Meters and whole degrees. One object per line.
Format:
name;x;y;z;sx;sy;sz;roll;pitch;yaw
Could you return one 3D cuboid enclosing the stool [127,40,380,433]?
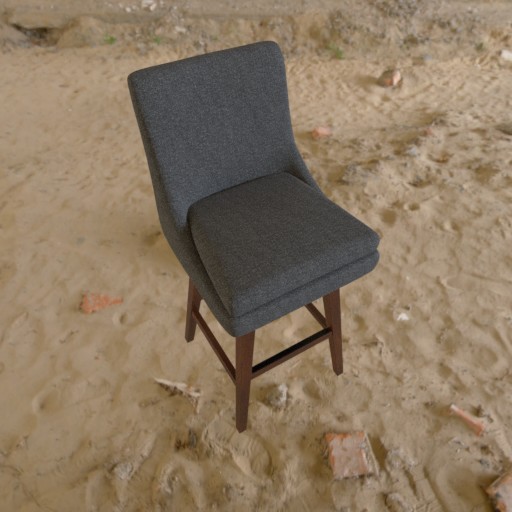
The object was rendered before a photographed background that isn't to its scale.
stool;0.000;0.000;1.393;0.489;1.068;0.572;-23;50;-21
